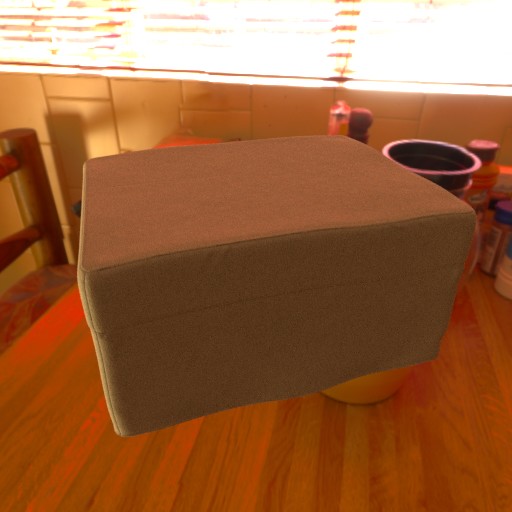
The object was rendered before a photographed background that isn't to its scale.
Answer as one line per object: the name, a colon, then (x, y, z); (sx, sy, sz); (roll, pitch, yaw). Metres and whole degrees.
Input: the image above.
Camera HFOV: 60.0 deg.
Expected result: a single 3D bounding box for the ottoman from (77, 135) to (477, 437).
ottoman: (0.000, 0.000, 1.205); (0.833, 0.461, 0.648); (-9, 32, -15)
